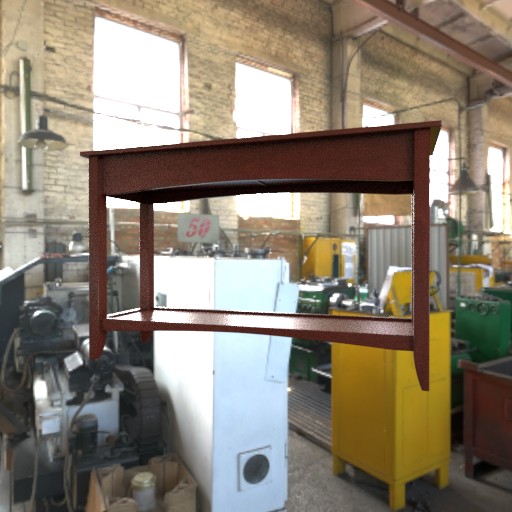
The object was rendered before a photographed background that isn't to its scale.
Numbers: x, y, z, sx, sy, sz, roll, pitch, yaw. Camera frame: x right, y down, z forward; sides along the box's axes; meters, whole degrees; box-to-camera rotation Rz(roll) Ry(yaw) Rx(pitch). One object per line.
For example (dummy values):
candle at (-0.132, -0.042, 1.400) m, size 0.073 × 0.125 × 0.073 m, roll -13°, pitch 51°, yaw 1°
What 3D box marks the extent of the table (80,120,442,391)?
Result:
table at (0.000, 0.000, 1.569) m, size 1.188 × 0.739 × 0.392 m, roll 0°, pitch 1°, yaw 18°
